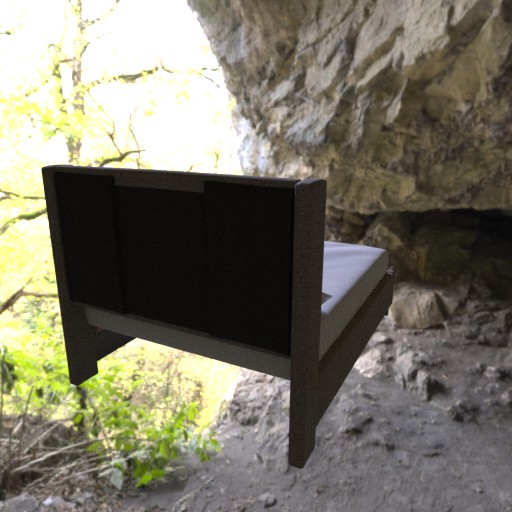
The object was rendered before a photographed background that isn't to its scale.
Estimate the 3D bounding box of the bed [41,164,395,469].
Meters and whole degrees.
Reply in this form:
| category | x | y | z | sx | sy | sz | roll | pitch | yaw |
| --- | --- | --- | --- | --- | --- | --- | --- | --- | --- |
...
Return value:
| category | x | y | z | sx | sy | sz | roll | pitch | yaw |
| --- | --- | --- | --- | --- | --- | --- | --- | --- | --- |
| bed | 0.000 | 0.000 | 3.390 | 1.714 | 1.476 | 2.245 | 8 | 19 | 26 |
